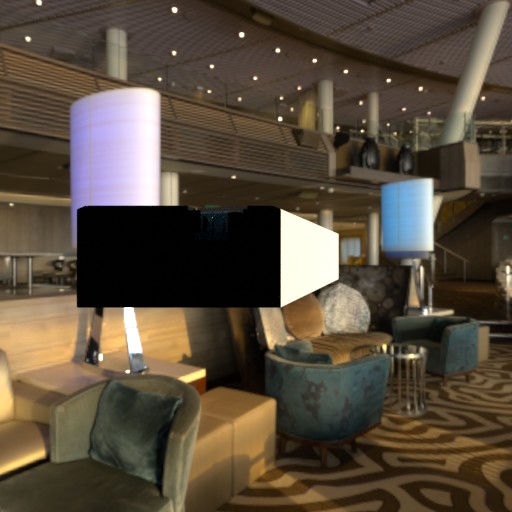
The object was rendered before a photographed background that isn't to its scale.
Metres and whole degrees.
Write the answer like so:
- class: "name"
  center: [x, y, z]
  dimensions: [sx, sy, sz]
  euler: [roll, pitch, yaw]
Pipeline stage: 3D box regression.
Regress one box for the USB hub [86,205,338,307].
- class: "USB hub"
  center: [0.000, 0.000, 0.159]
  dimensions: [0.044, 0.023, 0.145]
  euler: [0, 0, 17]
